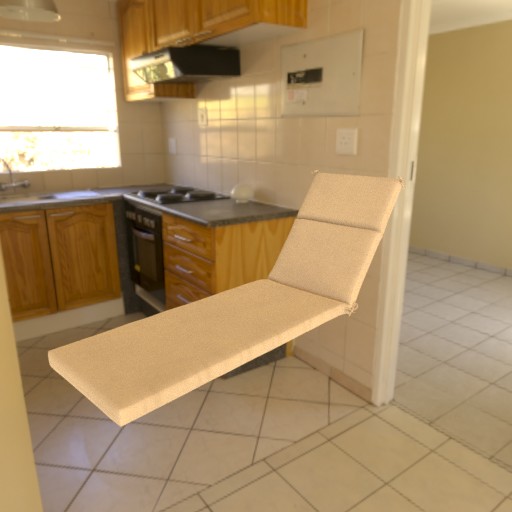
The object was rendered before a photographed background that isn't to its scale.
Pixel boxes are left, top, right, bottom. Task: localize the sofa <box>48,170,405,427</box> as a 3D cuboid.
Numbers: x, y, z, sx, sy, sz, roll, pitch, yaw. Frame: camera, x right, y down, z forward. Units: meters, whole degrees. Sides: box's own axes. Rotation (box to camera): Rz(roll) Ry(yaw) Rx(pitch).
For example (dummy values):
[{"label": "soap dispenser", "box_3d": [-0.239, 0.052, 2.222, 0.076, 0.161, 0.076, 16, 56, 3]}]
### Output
[{"label": "sofa", "box_3d": [0.000, 0.000, 1.941, 0.582, 0.622, 1.663, 15, 21, 42]}]
